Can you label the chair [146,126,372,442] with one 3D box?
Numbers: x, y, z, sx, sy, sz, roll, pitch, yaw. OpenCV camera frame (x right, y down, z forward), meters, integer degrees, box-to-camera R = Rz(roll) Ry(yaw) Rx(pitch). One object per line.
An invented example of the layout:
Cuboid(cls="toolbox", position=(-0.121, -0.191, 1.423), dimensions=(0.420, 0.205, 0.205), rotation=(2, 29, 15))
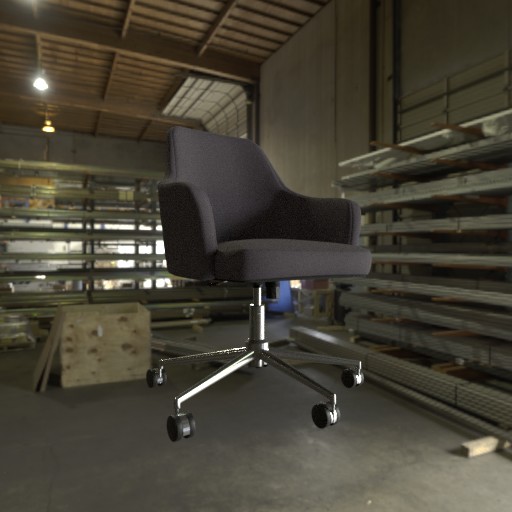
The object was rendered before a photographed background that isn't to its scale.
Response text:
Cuboid(cls="chair", position=(0.000, 0.000, 1.278), dimensions=(0.655, 0.820, 0.600), rotation=(0, 1, -37))
